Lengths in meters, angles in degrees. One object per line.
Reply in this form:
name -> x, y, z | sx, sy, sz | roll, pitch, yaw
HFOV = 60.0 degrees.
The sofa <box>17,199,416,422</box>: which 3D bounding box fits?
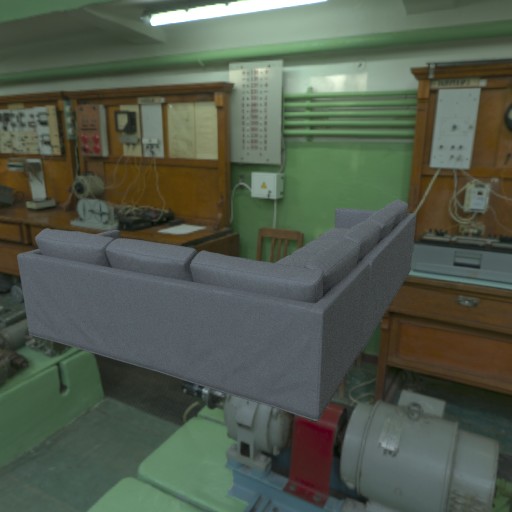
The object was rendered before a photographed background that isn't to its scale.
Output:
sofa -> 0.000, 0.000, 4.215 | 2.432, 0.871, 3.182 | 8, 18, 26
